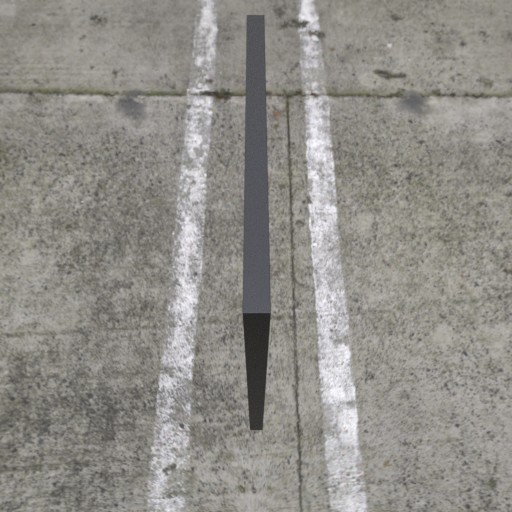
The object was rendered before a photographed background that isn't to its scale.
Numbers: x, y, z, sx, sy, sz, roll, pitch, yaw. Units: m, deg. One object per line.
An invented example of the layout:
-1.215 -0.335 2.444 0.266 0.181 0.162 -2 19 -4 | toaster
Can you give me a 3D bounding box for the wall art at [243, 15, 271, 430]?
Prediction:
0.000 0.000 0.530 0.018 0.397 0.325 0 59 0 | wall art
